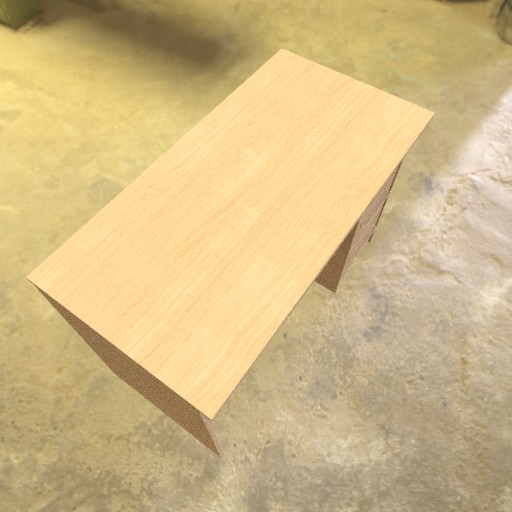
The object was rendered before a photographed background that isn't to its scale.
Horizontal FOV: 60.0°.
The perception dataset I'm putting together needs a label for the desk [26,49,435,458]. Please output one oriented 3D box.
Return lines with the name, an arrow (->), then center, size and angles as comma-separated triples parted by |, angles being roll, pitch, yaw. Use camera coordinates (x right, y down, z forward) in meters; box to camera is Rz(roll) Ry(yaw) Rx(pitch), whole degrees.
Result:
desk -> 0.000, 0.000, 1.512 | 0.560, 0.735, 1.097 | 31, 63, 18
